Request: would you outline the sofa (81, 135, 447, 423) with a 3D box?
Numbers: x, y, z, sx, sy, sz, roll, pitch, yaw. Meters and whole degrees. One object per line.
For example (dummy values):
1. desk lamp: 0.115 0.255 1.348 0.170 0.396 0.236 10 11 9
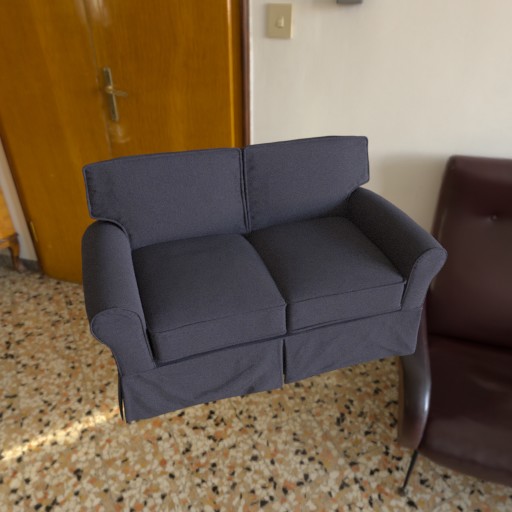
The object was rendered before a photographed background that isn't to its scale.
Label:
1. sofa: 0.000 0.000 2.463 1.801 1.059 0.997 -10 33 -15
